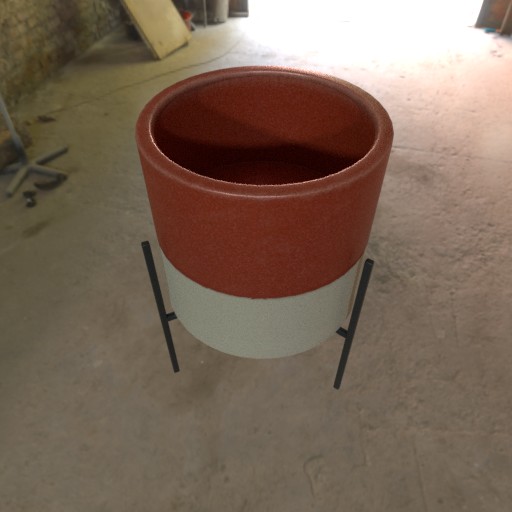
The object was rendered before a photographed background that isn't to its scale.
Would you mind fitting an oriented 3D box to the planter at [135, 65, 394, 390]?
[{"bbox_3d":[0.000,0.000,0.527,0.251,0.354,0.235,-17,48,-16],"label":"planter"}]
